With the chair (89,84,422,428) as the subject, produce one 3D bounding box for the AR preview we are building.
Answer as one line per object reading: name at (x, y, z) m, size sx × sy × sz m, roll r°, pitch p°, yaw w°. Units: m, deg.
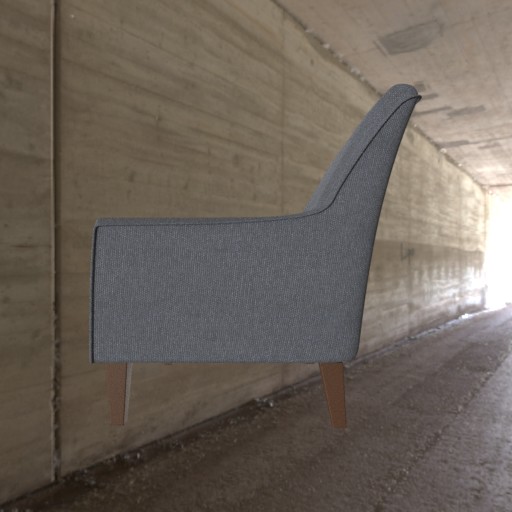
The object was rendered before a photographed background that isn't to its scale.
chair at (0.000, 0.000, 1.552) m, size 0.899 × 0.919 × 0.780 m, roll 0°, pitch 0°, yaw 1°
